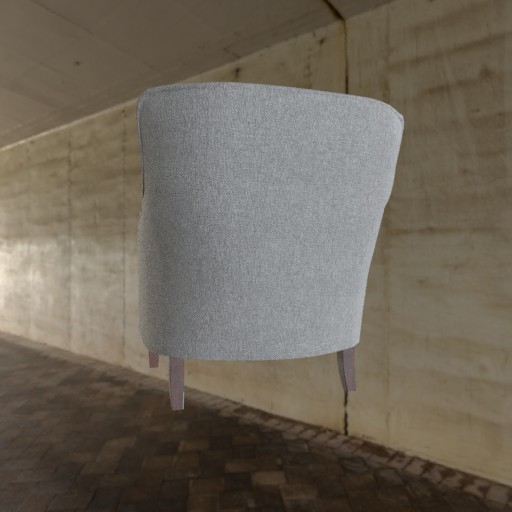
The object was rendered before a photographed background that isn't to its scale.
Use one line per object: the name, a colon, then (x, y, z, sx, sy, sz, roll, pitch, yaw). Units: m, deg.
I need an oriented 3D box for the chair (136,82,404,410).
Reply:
chair: (0.000, 0.000, 1.547, 0.820, 0.920, 0.910, 0, 1, -17)
